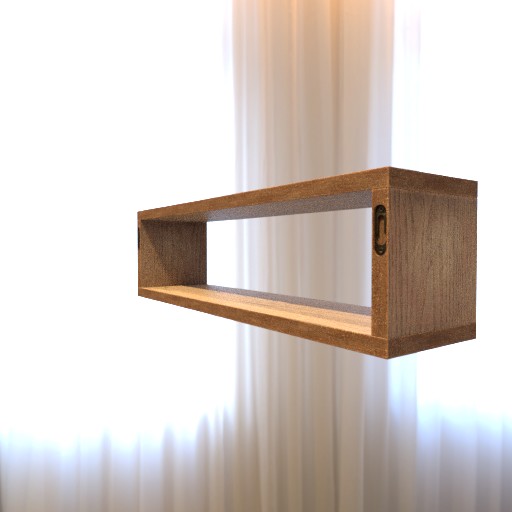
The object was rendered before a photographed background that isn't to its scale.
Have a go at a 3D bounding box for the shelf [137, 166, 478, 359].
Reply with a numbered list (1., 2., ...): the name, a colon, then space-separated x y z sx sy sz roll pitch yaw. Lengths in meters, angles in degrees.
1. shelf: 0.000 0.000 0.681 0.150 0.170 0.610 -1 2 -35
